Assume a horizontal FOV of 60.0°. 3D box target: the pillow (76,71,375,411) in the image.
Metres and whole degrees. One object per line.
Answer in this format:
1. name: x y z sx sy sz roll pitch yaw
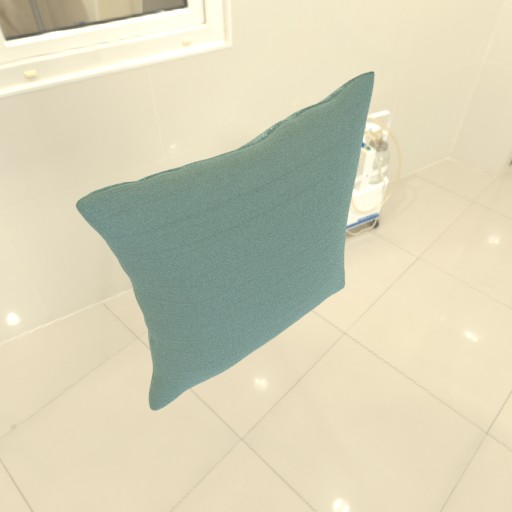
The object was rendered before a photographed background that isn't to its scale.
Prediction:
1. pillow: 0.000 0.000 0.709 0.470 0.464 0.175 -30 53 -26
